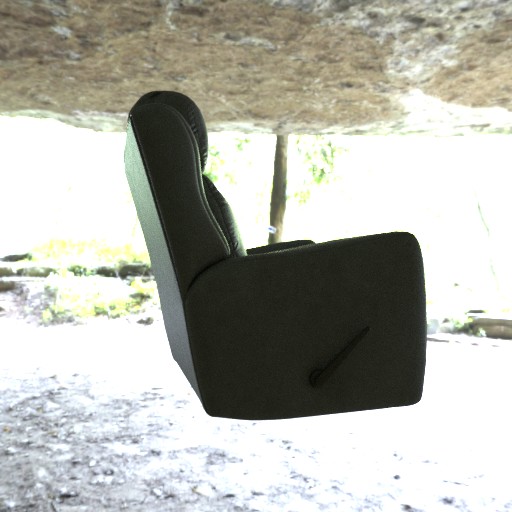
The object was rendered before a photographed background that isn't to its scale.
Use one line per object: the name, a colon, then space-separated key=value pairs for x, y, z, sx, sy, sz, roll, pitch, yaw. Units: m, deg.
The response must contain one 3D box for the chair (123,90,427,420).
chair: x=0.000 y=0.000 z=1.874 sx=1.068 sy=1.116 sz=0.967 roll=0 pitch=-1 yaw=-18
